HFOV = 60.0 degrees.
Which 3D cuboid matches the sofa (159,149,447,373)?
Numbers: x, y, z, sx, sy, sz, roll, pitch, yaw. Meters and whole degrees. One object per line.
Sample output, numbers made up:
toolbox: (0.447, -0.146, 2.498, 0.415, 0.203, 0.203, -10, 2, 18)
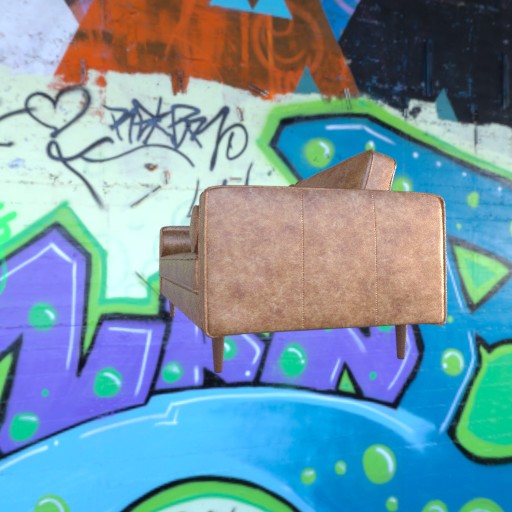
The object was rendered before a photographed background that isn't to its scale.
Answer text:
sofa: (0.000, 0.000, 2.407, 0.924, 0.825, 1.920, 0, -1, -16)
